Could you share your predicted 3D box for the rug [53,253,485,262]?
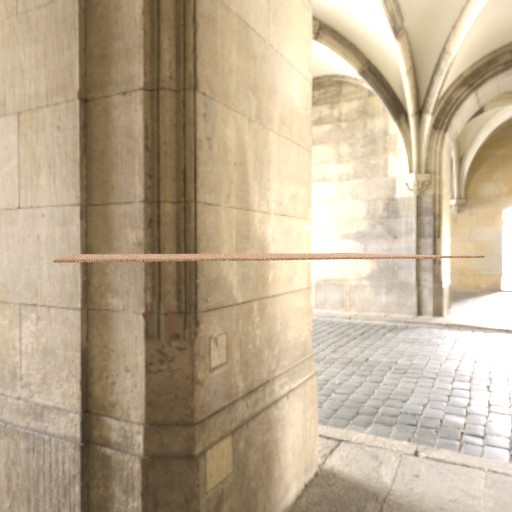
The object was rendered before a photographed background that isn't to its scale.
[{"bbox_3d":[0.000,0.000,2.345,1.840,0.013,1.225,0,1,-19],"label":"rug"}]
